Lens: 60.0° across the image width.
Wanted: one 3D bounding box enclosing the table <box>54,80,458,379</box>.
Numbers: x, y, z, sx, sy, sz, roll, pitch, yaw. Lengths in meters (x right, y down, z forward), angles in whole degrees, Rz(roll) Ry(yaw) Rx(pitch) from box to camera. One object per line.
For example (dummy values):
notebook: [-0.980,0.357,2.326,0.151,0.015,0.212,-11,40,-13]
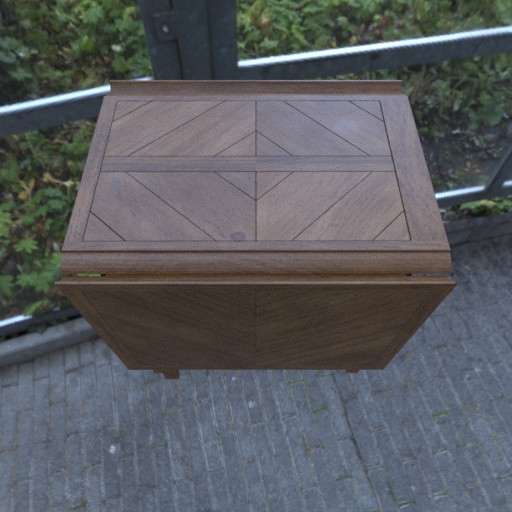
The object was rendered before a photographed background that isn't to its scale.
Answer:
table: [0.000,0.000,1.292,0.746,0.763,0.591,0,58,0]
